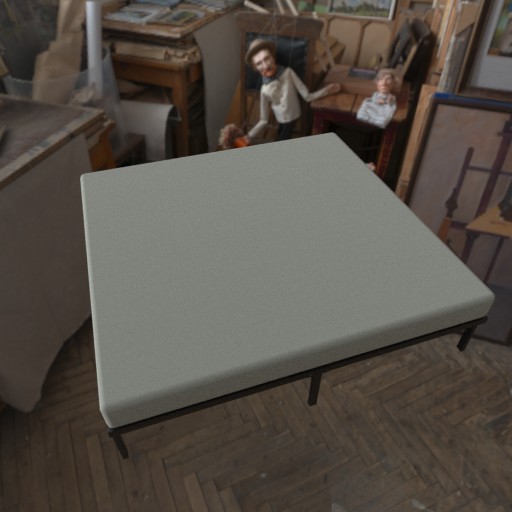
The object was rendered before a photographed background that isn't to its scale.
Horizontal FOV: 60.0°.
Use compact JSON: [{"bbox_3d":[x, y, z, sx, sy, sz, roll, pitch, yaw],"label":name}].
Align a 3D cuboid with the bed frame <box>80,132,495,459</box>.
[{"bbox_3d":[0.000,0.000,3.776,2.635,0.680,2.526,-13,44,-14],"label":"bed frame"}]
